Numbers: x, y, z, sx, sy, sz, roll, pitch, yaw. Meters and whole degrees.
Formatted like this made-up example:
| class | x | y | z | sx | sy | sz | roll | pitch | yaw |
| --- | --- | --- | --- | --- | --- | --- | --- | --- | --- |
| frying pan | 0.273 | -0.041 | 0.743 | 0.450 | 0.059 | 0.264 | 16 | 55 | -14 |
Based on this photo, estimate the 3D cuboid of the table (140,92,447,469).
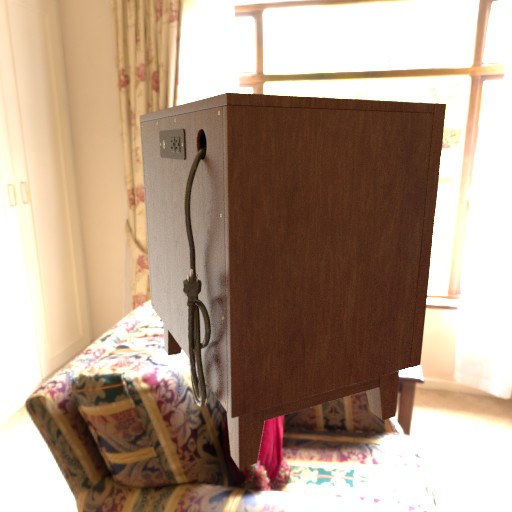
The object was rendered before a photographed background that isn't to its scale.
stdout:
| class | x | y | z | sx | sy | sz | roll | pitch | yaw |
| --- | --- | --- | --- | --- | --- | --- | --- | --- | --- |
| table | 0.000 | 0.000 | 0.973 | 0.449 | 0.609 | 0.557 | -7 | 16 | -25 |
